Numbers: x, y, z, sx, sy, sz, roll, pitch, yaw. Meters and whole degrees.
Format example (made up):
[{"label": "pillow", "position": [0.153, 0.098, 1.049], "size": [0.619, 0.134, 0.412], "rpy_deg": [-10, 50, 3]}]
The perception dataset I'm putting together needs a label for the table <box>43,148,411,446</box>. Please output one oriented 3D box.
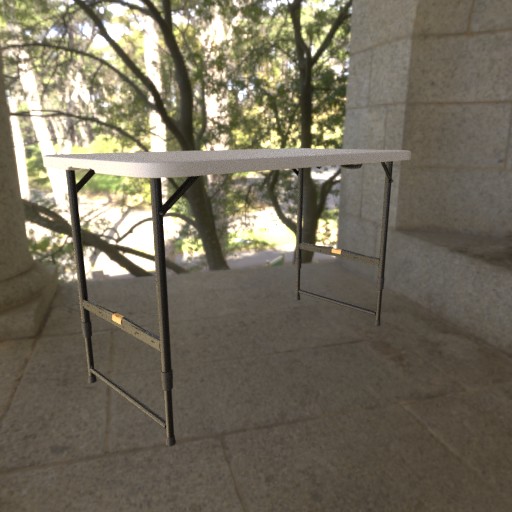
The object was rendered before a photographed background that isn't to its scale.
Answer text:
[{"label": "table", "position": [0.000, 0.000, 1.615], "size": [0.611, 0.737, 1.245], "rpy_deg": [14, 20, 42]}]
